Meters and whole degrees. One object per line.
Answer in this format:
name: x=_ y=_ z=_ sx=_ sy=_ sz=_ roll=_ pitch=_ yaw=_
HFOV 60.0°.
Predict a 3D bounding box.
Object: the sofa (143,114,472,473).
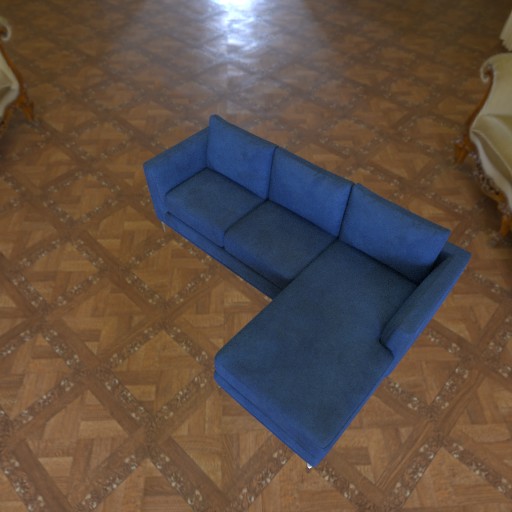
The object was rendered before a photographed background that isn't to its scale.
sofa: x=0.000 y=0.000 z=3.271 sx=2.438 sy=0.987 sz=1.622 roll=33 pitch=56 yaw=26
